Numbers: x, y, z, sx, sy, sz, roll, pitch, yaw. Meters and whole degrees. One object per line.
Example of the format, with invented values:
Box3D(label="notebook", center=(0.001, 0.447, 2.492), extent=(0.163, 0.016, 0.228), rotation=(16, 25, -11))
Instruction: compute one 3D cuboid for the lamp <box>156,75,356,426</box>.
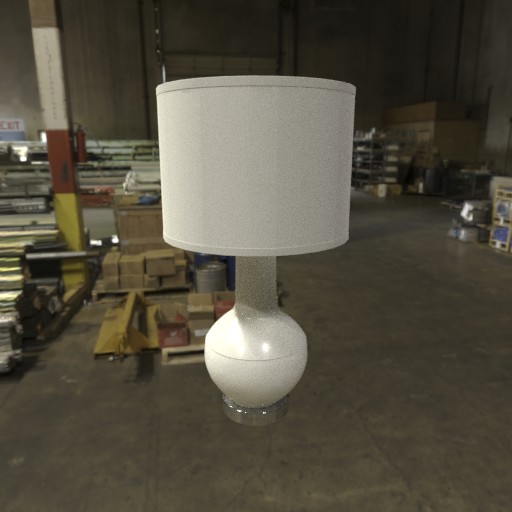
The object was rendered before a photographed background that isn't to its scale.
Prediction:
Box3D(label="lamp", center=(0.000, 0.000, 0.882), extent=(0.357, 0.673, 0.357), rotation=(-3, 14, -10))
